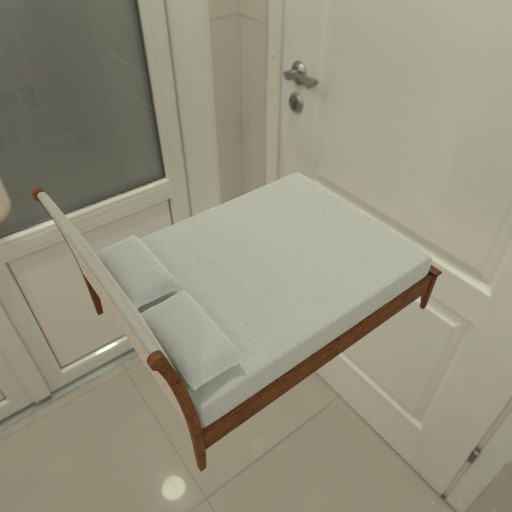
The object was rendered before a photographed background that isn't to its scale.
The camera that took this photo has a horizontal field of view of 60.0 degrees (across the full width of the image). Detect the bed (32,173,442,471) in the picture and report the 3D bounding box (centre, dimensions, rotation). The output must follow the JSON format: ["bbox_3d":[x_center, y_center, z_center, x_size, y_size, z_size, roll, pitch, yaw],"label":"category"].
[{"bbox_3d":[0.000,0.000,2.922,2.108,1.135,1.502,-27,48,-27],"label":"bed"}]
